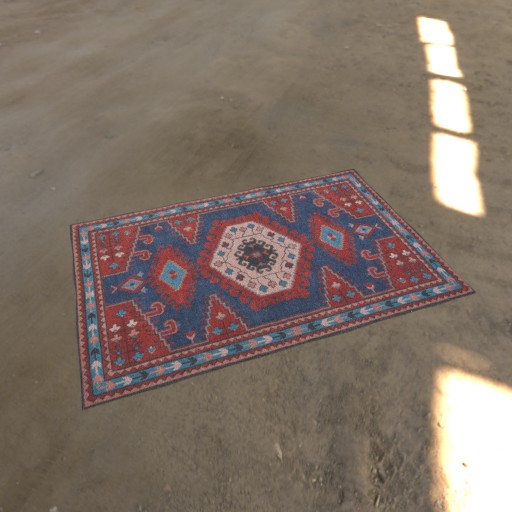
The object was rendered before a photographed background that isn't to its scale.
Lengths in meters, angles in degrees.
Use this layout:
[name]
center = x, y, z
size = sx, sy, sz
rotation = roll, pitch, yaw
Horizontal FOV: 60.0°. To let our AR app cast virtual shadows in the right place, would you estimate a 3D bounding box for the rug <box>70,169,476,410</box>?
[rug]
center = 0.000, 0.000, 2.317
size = 1.820, 0.012, 1.207
rotation = -13, 44, -14
